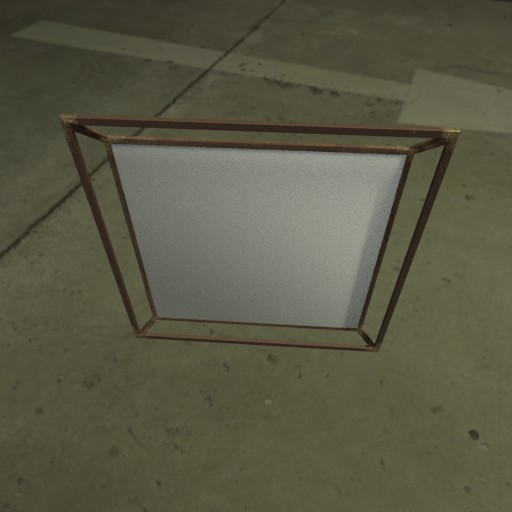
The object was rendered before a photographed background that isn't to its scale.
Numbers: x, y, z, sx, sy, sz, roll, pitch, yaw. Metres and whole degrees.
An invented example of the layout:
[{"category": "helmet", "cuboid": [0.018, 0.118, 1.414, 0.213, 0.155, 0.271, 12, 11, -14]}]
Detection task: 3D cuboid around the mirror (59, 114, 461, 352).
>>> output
[{"category": "mirror", "cuboid": [0.000, 0.000, 0.902, 0.610, 0.610, 0.032, 3, 46, 3]}]
